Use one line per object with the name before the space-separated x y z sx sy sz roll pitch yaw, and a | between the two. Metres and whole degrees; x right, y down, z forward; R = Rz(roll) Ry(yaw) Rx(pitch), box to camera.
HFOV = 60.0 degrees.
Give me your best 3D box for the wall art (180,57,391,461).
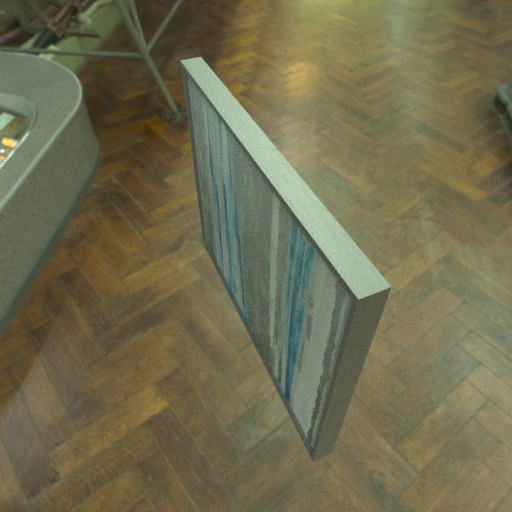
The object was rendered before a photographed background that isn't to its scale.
wall art | 0.000 0.000 0.756 0.037 0.450 0.557 -18 50 -16
